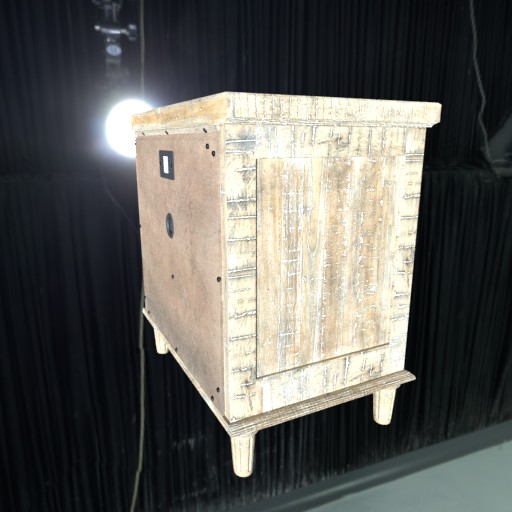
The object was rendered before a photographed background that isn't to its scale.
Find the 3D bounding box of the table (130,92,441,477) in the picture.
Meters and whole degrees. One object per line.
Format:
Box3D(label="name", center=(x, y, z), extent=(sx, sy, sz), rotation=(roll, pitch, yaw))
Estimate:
Box3D(label="table", center=(0.000, 0.000, 1.134), extent=(0.457, 0.711, 0.686), rotation=(-7, 16, -26))
